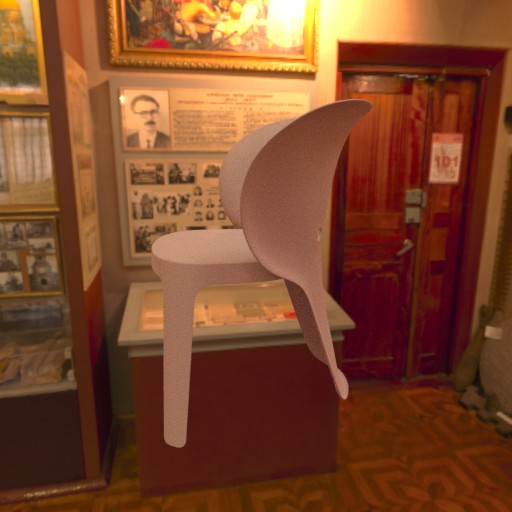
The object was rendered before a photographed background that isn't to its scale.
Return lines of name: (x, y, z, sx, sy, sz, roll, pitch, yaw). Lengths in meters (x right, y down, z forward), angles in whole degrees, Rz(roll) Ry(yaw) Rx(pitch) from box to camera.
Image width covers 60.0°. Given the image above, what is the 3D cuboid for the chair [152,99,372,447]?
chair: (0.000, 0.000, 0.874, 0.402, 0.554, 0.451, -2, 13, -9)
